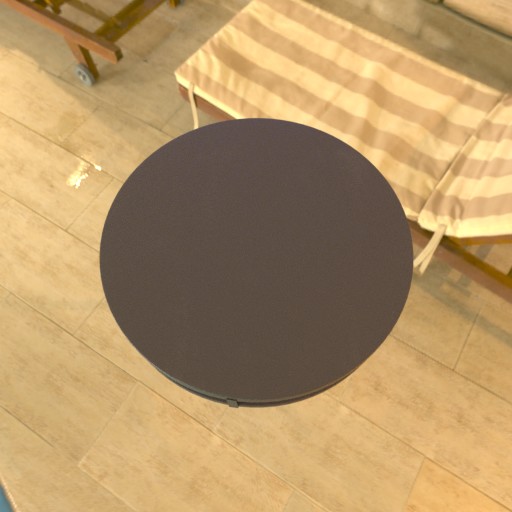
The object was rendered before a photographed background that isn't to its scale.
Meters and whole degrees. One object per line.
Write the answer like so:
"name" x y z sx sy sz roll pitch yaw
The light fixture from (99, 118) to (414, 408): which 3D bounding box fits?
"light fixture" 0.000 0.000 0.550 0.356 0.102 0.356 0 65 0
